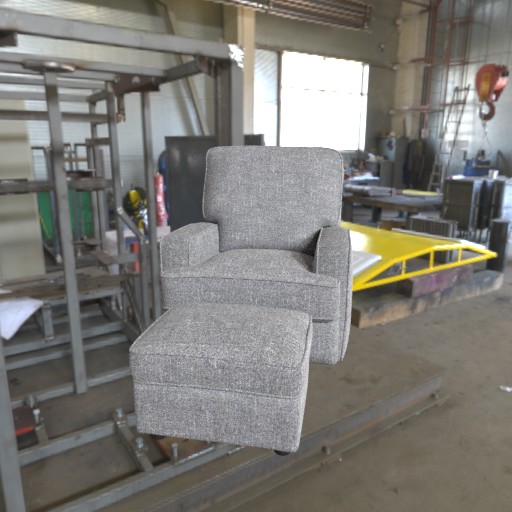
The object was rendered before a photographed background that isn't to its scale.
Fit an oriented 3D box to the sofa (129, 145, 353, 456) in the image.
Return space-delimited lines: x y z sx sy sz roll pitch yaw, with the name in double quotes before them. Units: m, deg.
"sofa" 0.000 0.000 1.990 0.861 0.959 1.472 3 14 10
